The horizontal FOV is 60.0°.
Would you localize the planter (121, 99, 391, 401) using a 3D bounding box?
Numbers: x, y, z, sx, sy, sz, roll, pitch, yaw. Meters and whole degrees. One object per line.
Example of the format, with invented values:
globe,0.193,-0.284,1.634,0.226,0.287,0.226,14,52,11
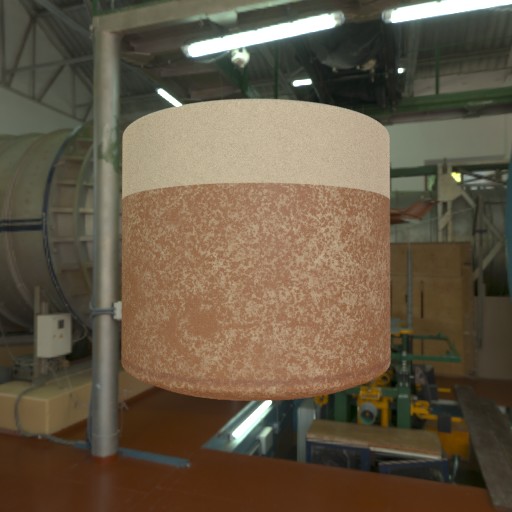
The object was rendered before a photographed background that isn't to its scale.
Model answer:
planter,0.000,0.000,0.274,0.159,0.138,0.159,0,-1,0
